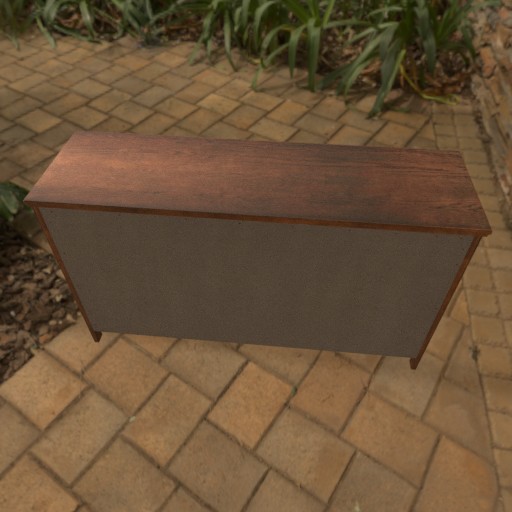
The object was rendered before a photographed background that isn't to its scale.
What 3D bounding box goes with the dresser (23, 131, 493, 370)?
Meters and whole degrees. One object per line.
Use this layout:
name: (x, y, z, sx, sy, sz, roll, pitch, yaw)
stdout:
dresser: (0.000, 0.000, 1.918, 1.551, 0.856, 0.463, 4, 46, 4)
